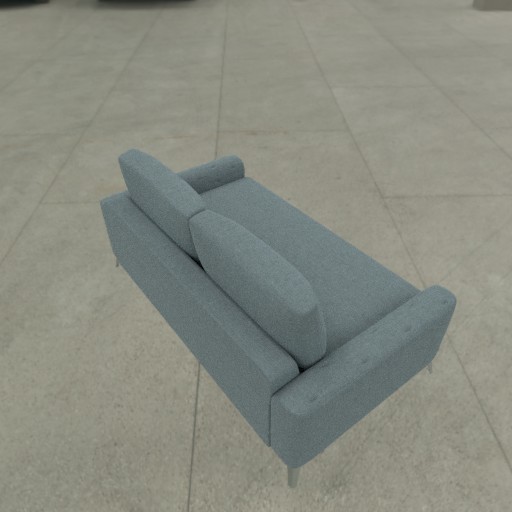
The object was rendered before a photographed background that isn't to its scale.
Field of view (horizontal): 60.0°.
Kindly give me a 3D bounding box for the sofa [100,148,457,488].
[{"bbox_3d":[0.000,0.000,2.152,0.920,0.790,1.650,-26,46,-28],"label":"sofa"}]
